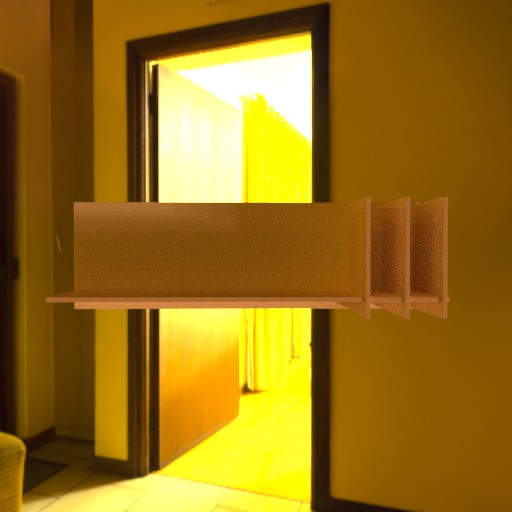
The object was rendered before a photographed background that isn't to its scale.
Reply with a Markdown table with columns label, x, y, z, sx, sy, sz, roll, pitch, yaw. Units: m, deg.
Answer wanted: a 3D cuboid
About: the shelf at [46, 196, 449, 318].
| label | x | y | z | sx | sy | sz | roll | pitch | yaw |
| --- | --- | --- | --- | --- | --- | --- | --- | --- | --- |
| shelf | 0.000 | 0.000 | 1.162 | 1.020 | 0.300 | 0.200 | 0 | 1 | -1 |
